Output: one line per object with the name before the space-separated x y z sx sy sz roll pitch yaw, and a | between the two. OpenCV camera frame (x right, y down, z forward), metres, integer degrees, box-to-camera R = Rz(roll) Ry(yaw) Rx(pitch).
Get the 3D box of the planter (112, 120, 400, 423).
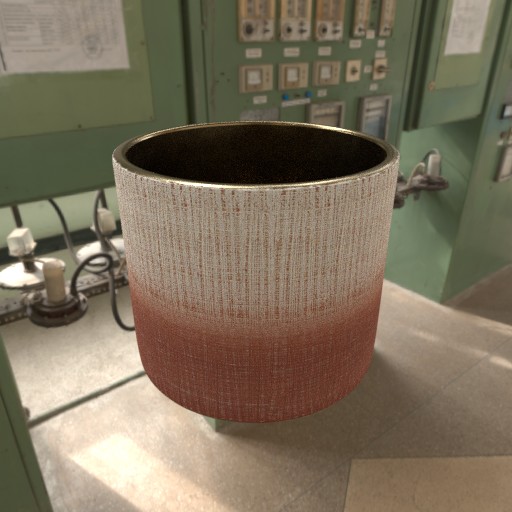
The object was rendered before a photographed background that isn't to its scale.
planter | 0.000 0.000 0.314 0.178 0.157 0.178 0 27 0
